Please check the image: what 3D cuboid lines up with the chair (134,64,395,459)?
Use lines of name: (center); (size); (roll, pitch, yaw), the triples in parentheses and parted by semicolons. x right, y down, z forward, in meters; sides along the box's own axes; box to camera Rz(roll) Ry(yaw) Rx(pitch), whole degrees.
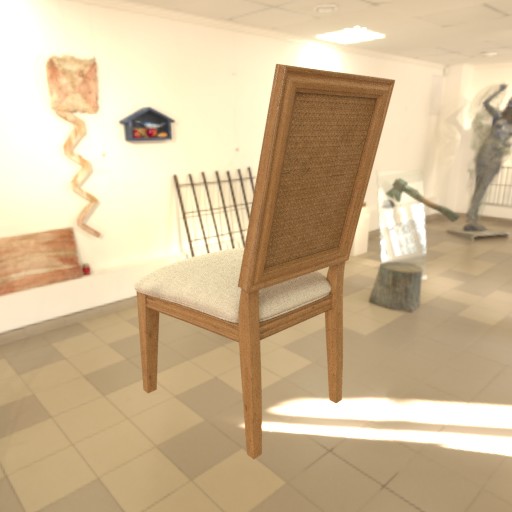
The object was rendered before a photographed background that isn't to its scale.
chair: (0.000, 0.000, 1.341); (0.536, 0.988, 0.601); (-15, 22, -41)
